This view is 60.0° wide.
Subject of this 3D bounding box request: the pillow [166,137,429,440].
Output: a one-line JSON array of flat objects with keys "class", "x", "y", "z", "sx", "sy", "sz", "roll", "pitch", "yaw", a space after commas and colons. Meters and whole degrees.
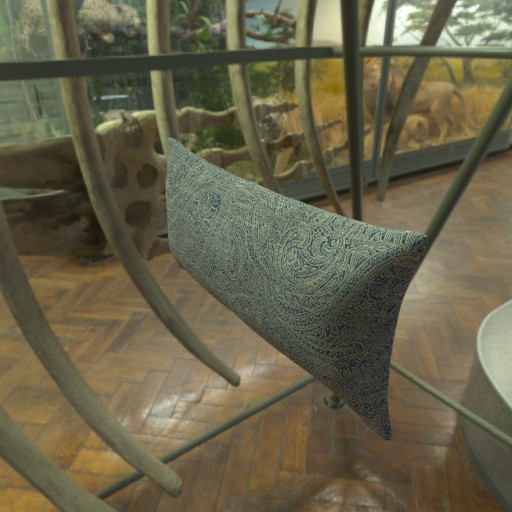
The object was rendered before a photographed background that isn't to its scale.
[{"class": "pillow", "x": 0.000, "y": 0.000, "z": 0.744, "sx": 0.151, "sy": 0.295, "sz": 0.615, "roll": -17, "pitch": 31, "yaw": -31}]
